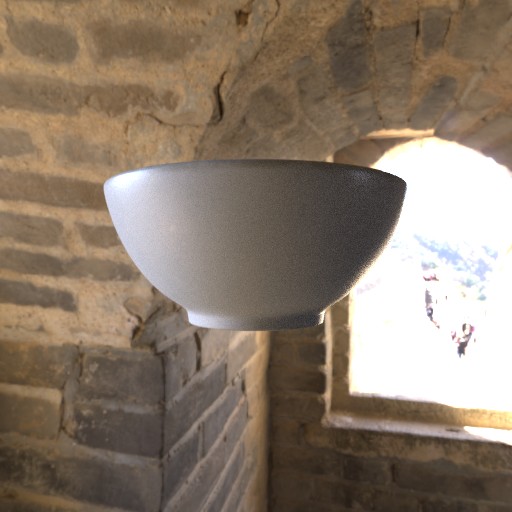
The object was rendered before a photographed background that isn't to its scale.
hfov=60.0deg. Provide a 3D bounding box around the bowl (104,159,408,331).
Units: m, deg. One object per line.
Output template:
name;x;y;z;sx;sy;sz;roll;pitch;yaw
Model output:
bowl;0.000;0.000;0.412;0.268;0.121;0.268;0;0;0
